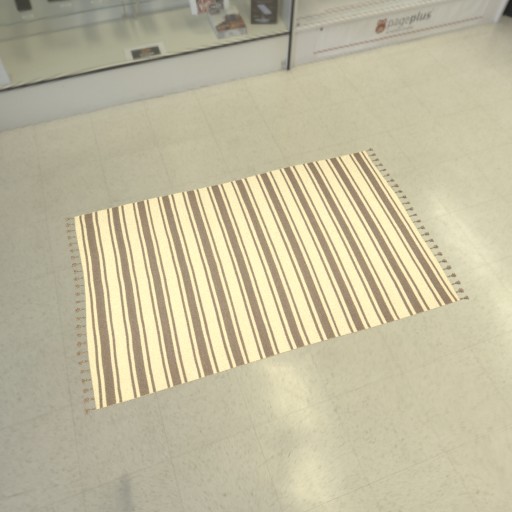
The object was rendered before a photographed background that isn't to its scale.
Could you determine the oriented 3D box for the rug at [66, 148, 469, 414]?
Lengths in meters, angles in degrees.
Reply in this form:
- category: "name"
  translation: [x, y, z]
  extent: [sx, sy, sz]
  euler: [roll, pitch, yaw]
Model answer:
- category: "rug"
  translation: [0.000, 0.000, 2.578]
  extent: [2.096, 0.011, 1.229]
  euler: [-15, 58, -9]
